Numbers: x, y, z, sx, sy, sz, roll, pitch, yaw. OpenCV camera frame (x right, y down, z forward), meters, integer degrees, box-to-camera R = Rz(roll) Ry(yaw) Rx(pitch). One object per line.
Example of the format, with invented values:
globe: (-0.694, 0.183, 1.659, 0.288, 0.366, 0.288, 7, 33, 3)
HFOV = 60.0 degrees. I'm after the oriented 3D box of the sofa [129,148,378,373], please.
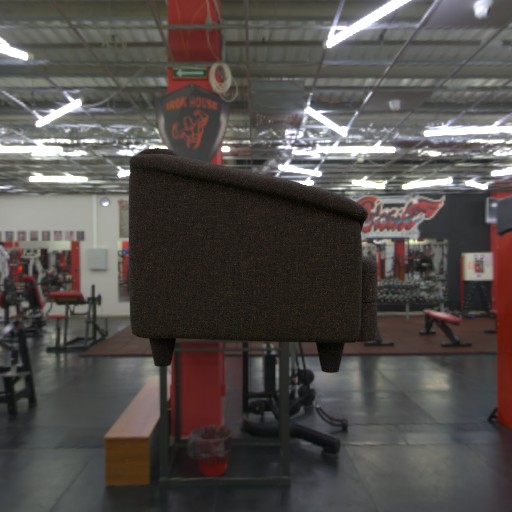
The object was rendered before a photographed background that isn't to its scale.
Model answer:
sofa: (0.000, 0.000, 2.281, 0.887, 0.790, 1.849, 0, 0, 2)
